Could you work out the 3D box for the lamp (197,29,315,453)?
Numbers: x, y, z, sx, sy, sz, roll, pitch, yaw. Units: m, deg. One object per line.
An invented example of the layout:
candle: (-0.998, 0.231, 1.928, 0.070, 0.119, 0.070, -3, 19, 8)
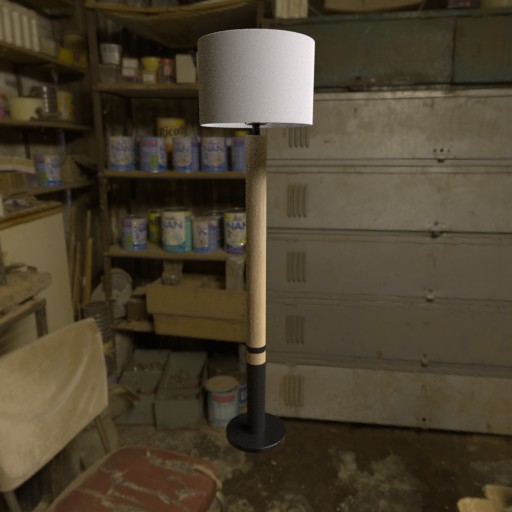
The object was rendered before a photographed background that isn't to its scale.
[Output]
lamp: (0.000, 0.000, 1.621, 0.381, 1.478, 0.381, 2, 14, 10)
